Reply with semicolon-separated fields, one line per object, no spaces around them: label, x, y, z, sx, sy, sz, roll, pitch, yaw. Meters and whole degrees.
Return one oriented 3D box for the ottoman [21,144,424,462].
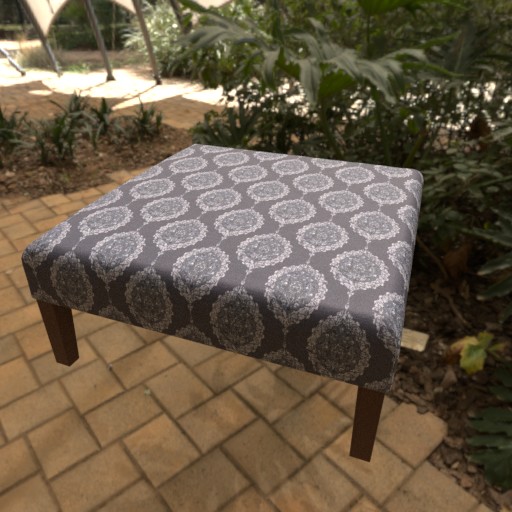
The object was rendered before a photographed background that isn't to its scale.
ottoman;0.000;0.000;1.357;0.889;0.409;0.890;11;33;18
